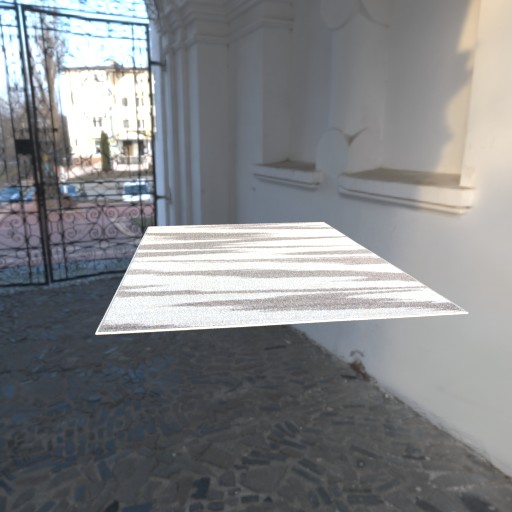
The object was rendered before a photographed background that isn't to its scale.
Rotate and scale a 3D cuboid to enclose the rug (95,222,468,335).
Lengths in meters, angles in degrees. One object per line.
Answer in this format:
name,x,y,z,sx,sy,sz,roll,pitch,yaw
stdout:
rug,0.000,0.000,2.804,1.533,0.010,2.142,-2,15,-8
